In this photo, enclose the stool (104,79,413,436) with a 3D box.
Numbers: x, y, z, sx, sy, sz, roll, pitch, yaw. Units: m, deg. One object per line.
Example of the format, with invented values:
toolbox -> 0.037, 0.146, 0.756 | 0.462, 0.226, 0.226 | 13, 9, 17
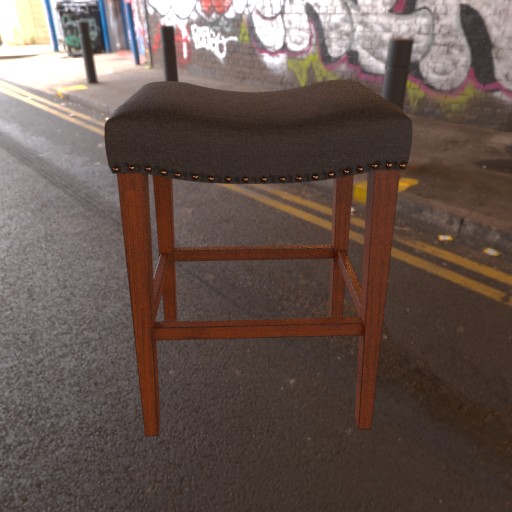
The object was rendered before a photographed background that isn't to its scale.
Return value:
stool -> 0.000, 0.000, 0.850 | 0.439, 0.612, 0.320 | -1, 29, -2
